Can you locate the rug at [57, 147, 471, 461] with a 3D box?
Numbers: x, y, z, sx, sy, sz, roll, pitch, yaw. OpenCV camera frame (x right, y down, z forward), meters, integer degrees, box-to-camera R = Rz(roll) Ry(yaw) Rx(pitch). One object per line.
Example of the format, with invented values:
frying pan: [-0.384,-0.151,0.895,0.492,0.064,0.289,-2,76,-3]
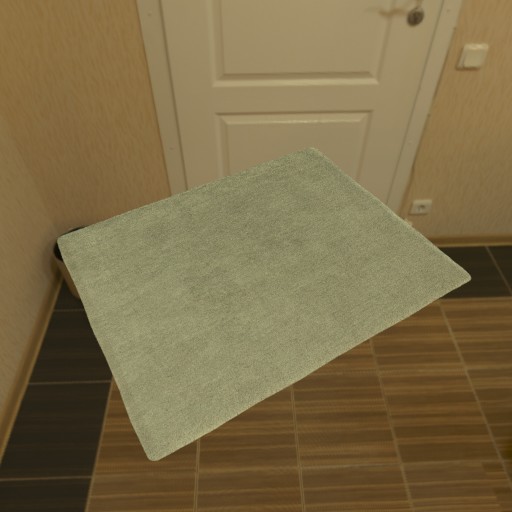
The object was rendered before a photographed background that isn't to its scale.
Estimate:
rug: [0.000,0.000,3.907,2.933,0.027,2.332,-24,51,-21]
